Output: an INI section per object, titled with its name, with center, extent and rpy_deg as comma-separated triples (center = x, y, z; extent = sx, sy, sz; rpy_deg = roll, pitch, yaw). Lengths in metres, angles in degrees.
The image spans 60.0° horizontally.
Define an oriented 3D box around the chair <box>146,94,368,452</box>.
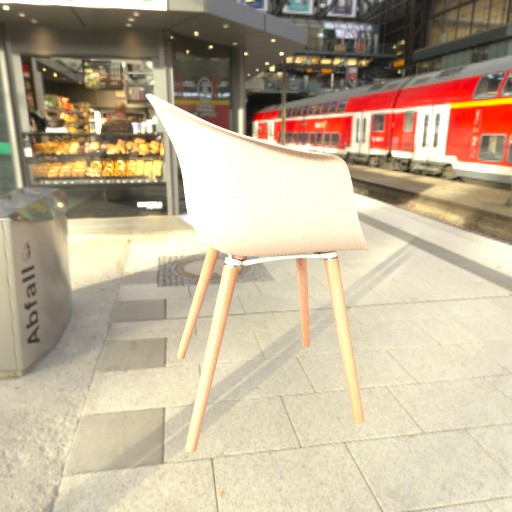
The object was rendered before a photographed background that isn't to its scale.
[chair]
center = 0.000, 0.000, 1.150
extent = 0.504, 0.781, 0.593
rpy_deg = -3, 16, -12
